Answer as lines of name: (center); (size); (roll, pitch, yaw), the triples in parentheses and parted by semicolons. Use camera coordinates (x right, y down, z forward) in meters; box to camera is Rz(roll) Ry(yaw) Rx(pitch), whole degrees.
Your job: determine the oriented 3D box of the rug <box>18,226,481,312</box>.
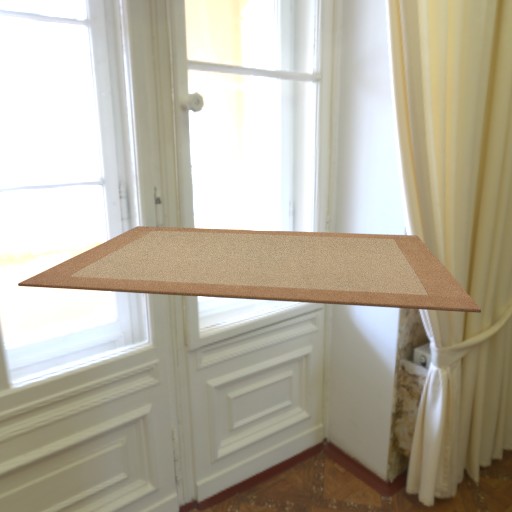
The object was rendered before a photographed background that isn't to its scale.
rug: (0.000, 0.000, 2.299); (1.829, 0.014, 1.219); (2, 16, 9)
